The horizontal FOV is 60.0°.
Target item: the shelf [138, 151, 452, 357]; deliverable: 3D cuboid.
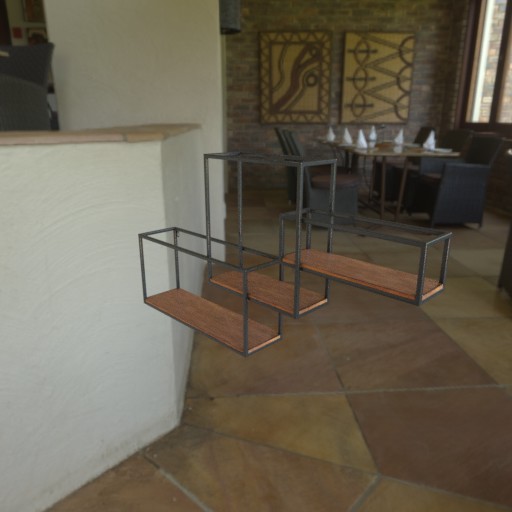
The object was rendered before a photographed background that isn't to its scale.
[{"bbox_3d":[0.000,0.000,2.189,0.275,0.972,1.781,-16,24,-42],"label":"shelf"}]
